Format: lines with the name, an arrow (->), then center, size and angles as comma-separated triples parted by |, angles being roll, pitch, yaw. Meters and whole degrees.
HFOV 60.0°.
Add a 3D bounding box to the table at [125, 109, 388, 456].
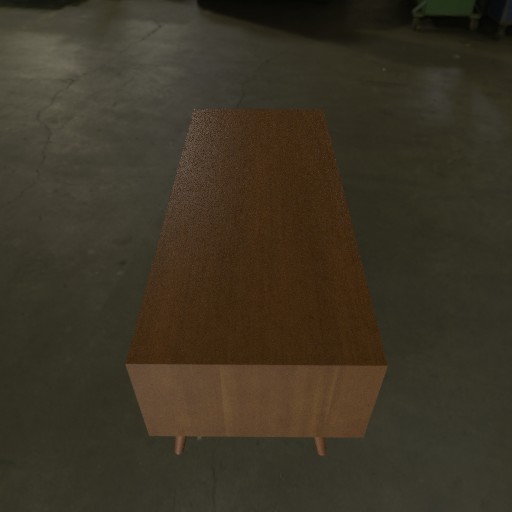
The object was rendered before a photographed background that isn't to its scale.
table -> 0.000, 0.000, 1.381 | 0.490, 0.464, 1.119 | 0, 42, 0
